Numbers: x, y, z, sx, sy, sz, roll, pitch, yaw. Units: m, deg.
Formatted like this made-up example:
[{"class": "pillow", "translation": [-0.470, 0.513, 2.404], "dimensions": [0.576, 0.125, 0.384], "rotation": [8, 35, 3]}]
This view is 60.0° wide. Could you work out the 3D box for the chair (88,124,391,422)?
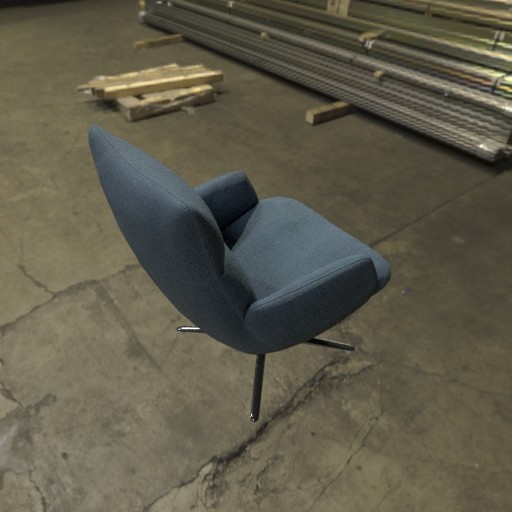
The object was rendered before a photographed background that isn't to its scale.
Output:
[{"class": "chair", "translation": [0.000, 0.000, 1.582], "dimensions": [0.889, 1.016, 0.711], "rotation": [-27, 47, -28]}]
